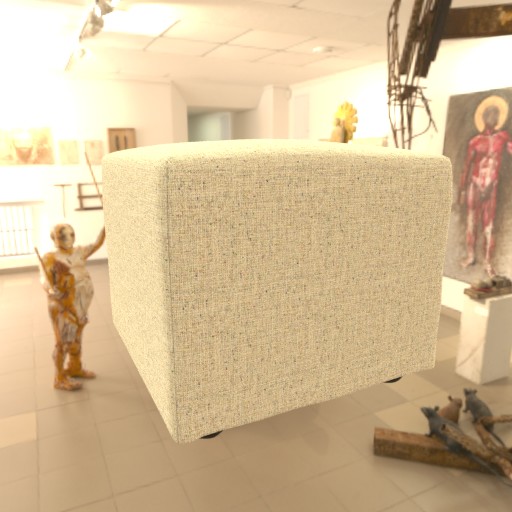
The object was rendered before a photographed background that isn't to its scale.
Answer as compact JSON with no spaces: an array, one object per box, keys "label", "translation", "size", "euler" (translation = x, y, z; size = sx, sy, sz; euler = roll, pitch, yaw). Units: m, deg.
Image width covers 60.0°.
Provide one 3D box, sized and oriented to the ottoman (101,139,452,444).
[{"label":"ottoman","translation":[0.000,0.000,0.897],"size":[0.512,0.453,0.521],"euler":[-7,15,-26]}]
